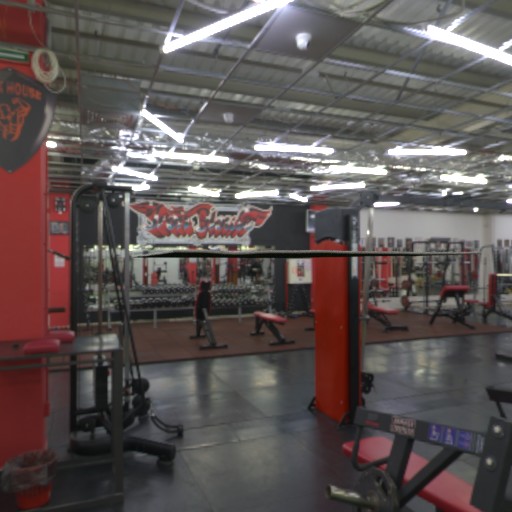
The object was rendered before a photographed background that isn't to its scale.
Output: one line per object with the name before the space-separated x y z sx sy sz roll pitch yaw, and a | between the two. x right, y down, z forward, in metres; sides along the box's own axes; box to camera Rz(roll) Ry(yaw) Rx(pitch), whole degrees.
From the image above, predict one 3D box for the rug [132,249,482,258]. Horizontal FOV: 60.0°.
rug | 0.000 0.000 3.095 1.531 0.023 2.444 0 -1 -19
